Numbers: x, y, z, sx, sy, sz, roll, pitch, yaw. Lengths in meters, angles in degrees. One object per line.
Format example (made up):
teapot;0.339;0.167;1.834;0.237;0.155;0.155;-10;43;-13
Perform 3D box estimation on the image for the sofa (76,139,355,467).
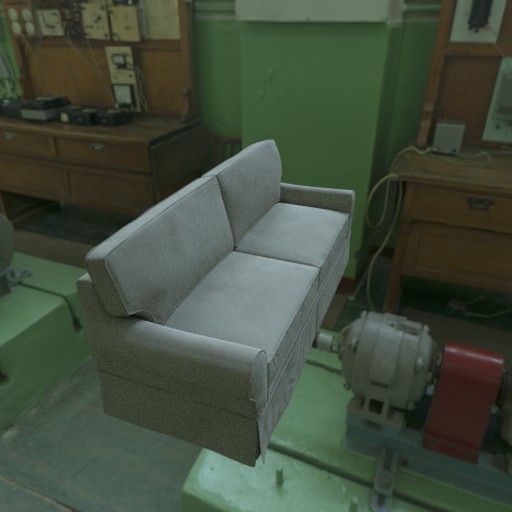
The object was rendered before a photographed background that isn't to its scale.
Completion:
sofa;0.000;0.000;2.813;0.900;1.014;2.246;11;31;19
